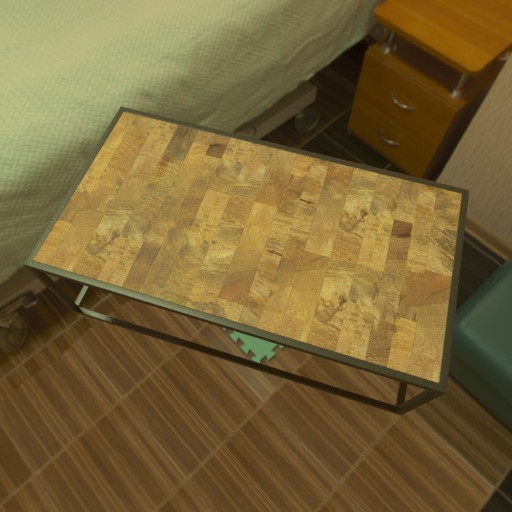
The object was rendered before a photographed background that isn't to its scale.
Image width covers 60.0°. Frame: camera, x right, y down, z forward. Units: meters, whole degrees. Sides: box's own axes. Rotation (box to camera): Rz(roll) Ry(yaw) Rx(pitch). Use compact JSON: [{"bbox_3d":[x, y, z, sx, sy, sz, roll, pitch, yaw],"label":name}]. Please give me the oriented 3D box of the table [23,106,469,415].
[{"bbox_3d":[0.000,0.000,1.505,1.199,0.398,0.649,16,64,8],"label":"table"}]
